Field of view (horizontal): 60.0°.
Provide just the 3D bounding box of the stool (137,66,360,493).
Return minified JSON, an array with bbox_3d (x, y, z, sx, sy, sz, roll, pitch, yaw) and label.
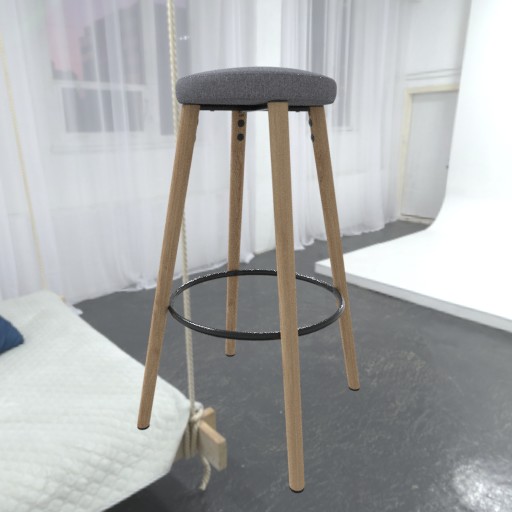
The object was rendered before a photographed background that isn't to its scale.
[{"bbox_3d":[0.000,0.000,0.987,0.410,0.770,0.410,8,18,27],"label":"stool"}]
